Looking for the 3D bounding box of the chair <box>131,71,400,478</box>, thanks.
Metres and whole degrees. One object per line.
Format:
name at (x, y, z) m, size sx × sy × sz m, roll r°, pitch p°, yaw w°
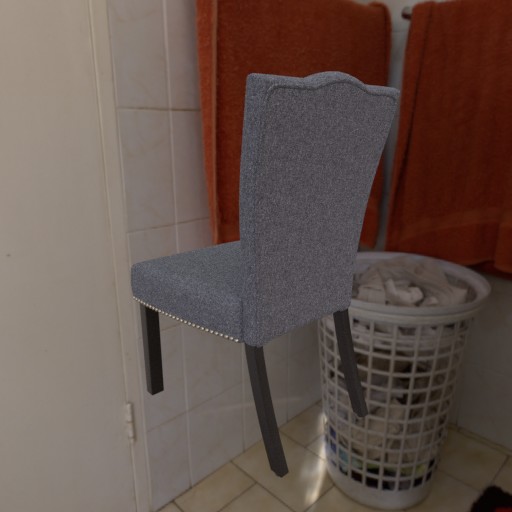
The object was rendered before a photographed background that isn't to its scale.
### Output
chair at (0.000, 0.000, 1.278) m, size 0.518 × 0.946 × 0.589 m, roll -14°, pitch 22°, yaw -40°
